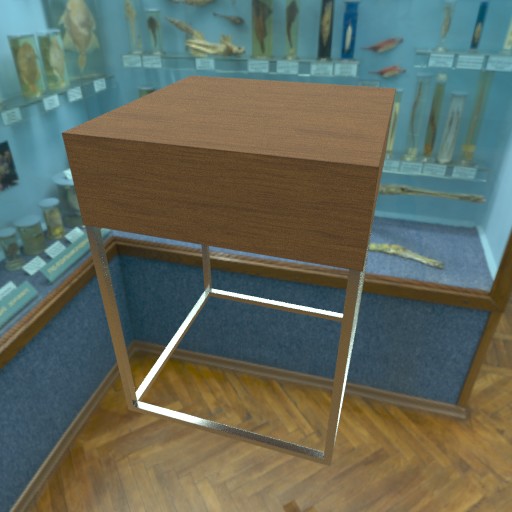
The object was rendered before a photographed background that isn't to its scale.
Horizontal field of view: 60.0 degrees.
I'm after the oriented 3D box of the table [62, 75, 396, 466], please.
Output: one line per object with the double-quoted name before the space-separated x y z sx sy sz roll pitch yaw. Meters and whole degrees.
"table" 0.000 0.000 0.822 0.397 0.540 0.398 10 34 15
